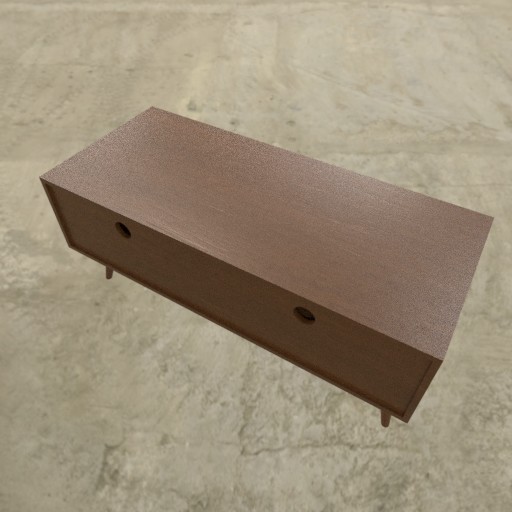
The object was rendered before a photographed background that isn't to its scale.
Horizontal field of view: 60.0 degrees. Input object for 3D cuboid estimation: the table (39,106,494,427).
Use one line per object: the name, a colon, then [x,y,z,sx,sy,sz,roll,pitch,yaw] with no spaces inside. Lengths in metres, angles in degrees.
table: [0.000,0.000,1.345,1.119,0.464,0.490,24,50,21]
